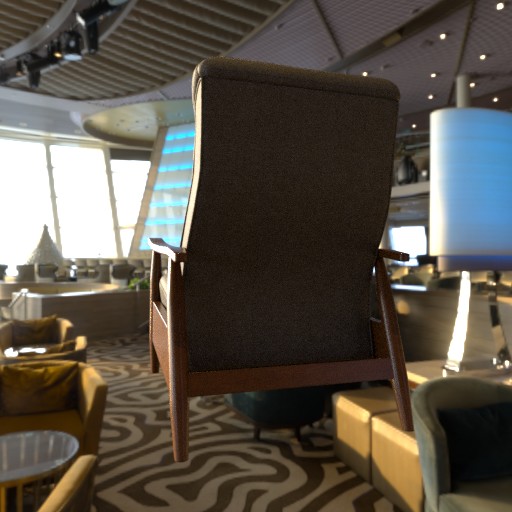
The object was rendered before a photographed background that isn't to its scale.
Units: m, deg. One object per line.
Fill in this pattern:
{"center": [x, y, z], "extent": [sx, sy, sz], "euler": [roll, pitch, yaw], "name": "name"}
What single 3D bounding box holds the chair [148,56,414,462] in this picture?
{"center": [0.000, 0.000, 1.728], "extent": [0.762, 1.081, 1.014], "euler": [0, 0, -17], "name": "chair"}
